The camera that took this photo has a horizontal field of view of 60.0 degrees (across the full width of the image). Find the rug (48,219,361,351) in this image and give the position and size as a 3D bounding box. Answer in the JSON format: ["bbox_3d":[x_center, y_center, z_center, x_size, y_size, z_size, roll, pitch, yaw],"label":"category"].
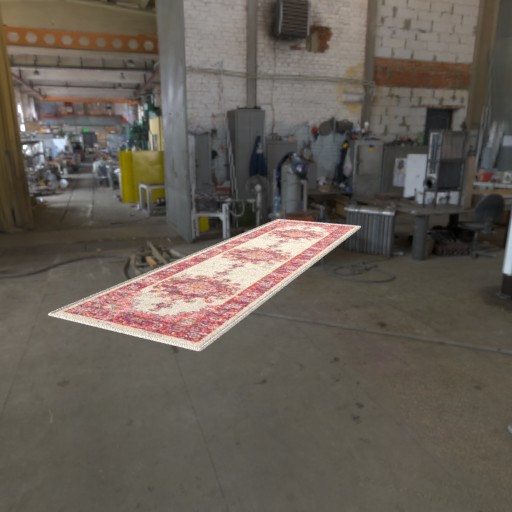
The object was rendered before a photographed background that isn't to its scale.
[{"bbox_3d":[0.000,0.000,2.048,0.562,0.009,1.824,7,17,25],"label":"rug"}]
